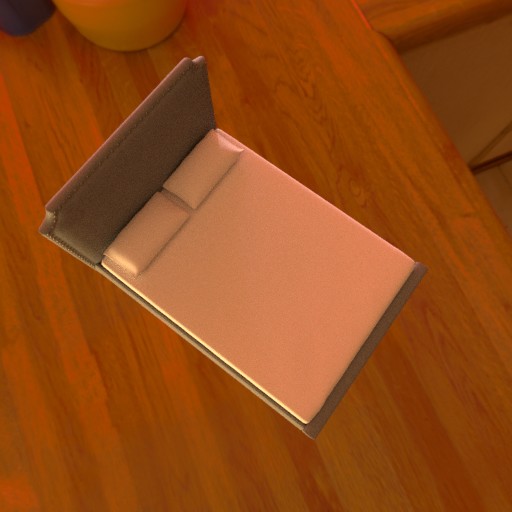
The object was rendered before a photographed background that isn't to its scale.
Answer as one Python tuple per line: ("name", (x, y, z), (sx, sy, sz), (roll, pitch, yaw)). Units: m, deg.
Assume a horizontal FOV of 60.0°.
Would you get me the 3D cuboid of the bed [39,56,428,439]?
("bed", (0.000, 0.000, 3.469), (2.372, 1.443, 1.712), (36, 78, 9))
